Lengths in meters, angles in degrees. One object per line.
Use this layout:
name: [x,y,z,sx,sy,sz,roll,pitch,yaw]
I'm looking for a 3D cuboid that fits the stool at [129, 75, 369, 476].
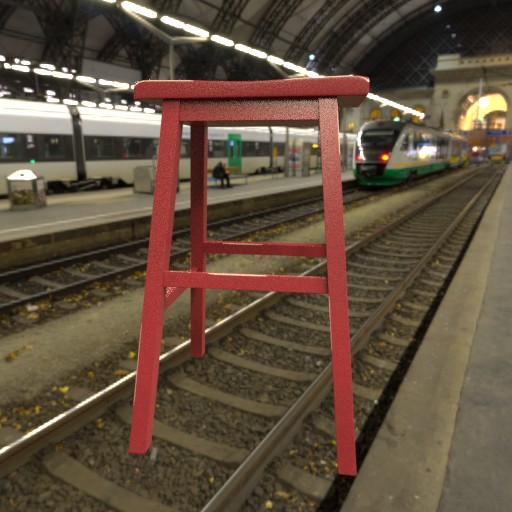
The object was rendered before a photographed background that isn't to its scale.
stool: [0.000,0.000,1.022,0.457,0.737,0.476,2,13,8]
